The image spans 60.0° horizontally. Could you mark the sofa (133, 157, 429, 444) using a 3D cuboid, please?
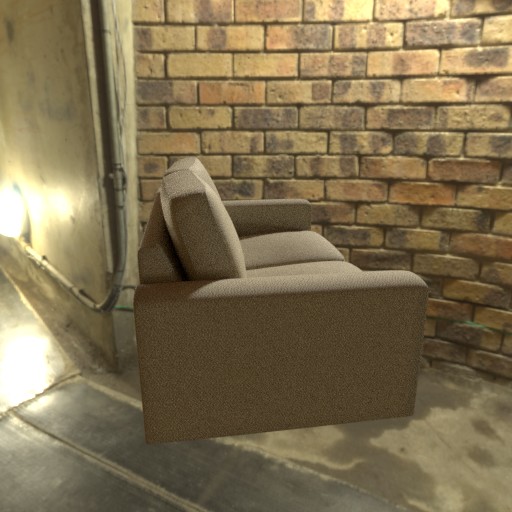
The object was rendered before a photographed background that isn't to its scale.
[{"bbox_3d":[0.000,0.000,2.209,1.016,0.873,1.616,-3,18,-9],"label":"sofa"}]
